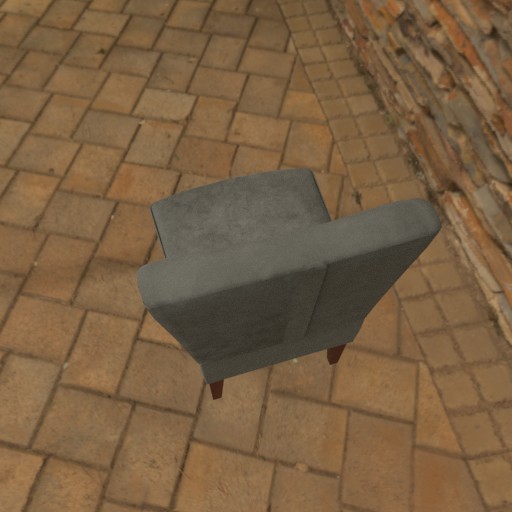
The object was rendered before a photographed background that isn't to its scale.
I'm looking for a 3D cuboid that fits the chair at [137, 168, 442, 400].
[{"bbox_3d":[0.000,0.000,1.183,0.521,0.806,0.554,-14,60,-8],"label":"chair"}]
